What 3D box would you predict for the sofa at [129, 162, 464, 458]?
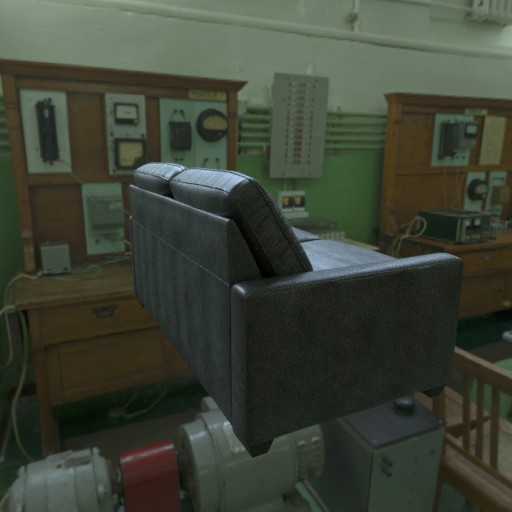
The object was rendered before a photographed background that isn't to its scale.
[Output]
[{"bbox_3d":[0.000,0.000,2.252,0.939,0.916,1.732,-7,15,-26],"label":"sofa"}]
